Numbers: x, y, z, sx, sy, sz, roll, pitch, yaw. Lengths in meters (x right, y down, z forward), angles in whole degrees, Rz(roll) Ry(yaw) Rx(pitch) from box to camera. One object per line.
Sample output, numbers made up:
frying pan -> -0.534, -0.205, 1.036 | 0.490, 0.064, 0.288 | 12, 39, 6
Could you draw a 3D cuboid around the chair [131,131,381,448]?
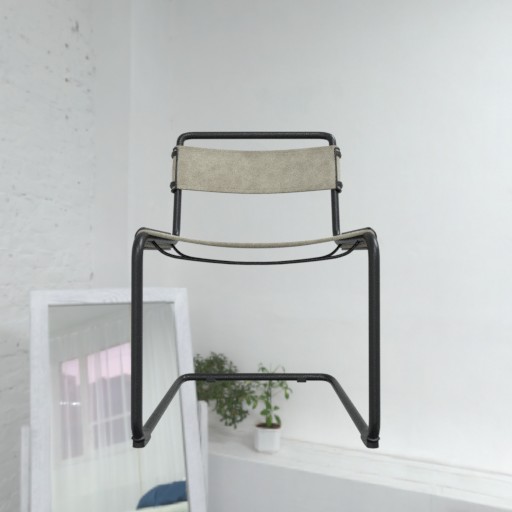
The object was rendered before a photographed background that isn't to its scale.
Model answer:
chair -> 0.000, 0.000, 1.078 | 0.499, 0.747, 0.497 | 0, -1, 0
